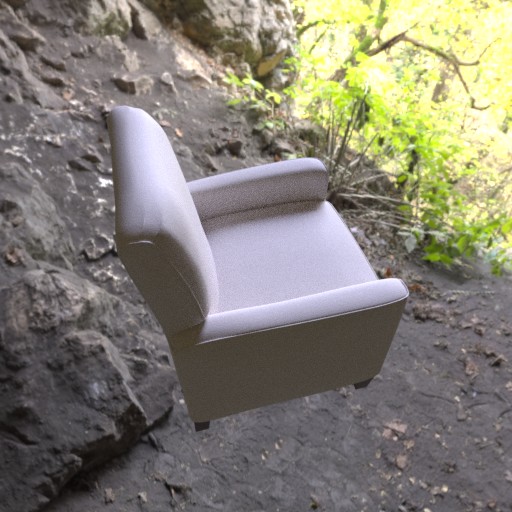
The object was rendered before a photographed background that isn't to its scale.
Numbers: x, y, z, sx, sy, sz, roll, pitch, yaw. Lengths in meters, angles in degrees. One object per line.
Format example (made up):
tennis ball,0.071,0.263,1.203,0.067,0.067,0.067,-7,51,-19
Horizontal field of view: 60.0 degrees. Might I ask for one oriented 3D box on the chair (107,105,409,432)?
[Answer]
chair,0.000,0.000,1.654,0.858,1.028,0.841,-11,47,-11
